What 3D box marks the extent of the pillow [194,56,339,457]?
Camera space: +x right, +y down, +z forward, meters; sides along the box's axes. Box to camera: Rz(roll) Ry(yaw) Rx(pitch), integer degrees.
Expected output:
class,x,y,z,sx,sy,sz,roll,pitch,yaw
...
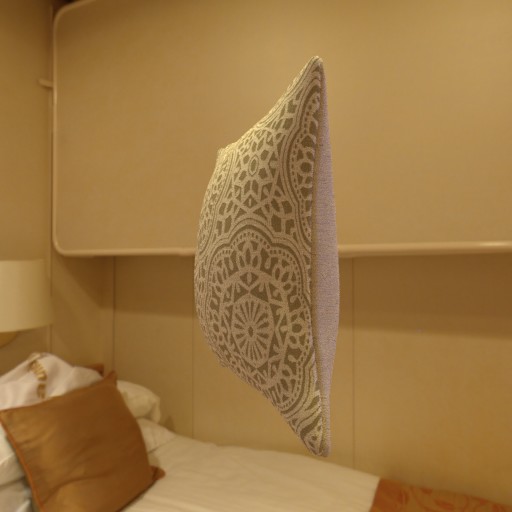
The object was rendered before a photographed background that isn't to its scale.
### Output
class,x,y,z,sx,sy,sz,roll,pitch,yaw
pillow,0.000,0.000,0.658,0.167,0.421,0.438,0,-1,-18
